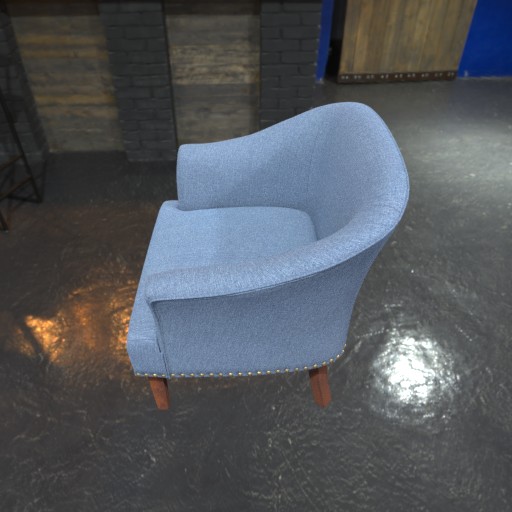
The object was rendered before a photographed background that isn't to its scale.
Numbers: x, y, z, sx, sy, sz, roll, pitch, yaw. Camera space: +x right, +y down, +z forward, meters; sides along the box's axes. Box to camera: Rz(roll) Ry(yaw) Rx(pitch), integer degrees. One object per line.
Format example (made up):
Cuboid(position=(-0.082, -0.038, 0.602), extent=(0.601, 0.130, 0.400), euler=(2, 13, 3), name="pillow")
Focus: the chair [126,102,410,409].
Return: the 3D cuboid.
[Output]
Cuboid(position=(0.000, 0.000, 1.396), extent=(0.704, 0.815, 0.772), euler=(-1, 39, -1), name="chair")
